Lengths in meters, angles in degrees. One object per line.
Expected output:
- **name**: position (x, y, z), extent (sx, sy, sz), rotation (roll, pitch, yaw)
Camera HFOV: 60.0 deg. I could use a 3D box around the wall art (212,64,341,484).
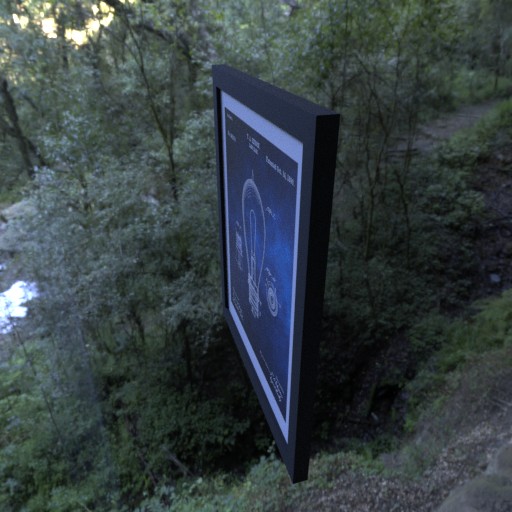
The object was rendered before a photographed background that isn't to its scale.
- **wall art**: position (0.000, 0.000, 0.683), extent (0.023, 0.505, 0.428), rotation (-8, 30, -15)
